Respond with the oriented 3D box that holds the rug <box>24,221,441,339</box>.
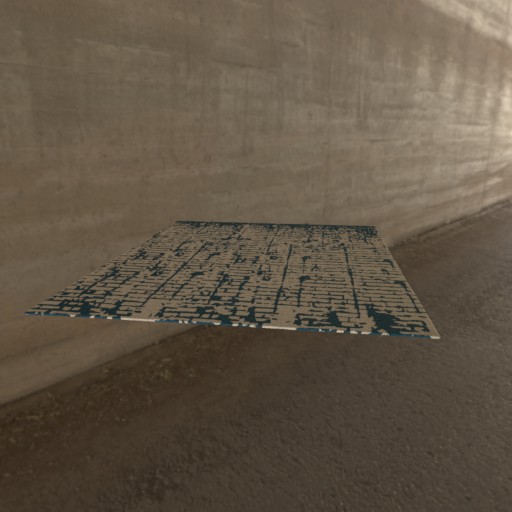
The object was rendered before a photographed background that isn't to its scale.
[{"bbox_3d":[0.000,0.000,3.964,2.416,0.014,3.017,2,15,8],"label":"rug"}]
